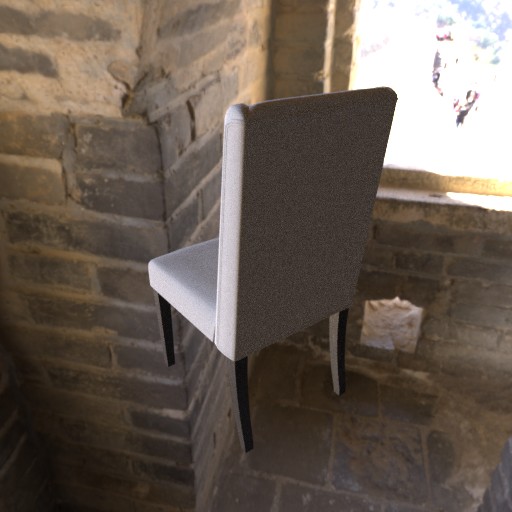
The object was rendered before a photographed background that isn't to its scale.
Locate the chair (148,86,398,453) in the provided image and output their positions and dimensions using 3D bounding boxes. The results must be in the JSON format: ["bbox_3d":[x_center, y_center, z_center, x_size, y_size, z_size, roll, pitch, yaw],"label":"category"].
[{"bbox_3d":[0.000,0.000,1.297,0.474,0.961,0.523,-19,34,-31],"label":"chair"}]
